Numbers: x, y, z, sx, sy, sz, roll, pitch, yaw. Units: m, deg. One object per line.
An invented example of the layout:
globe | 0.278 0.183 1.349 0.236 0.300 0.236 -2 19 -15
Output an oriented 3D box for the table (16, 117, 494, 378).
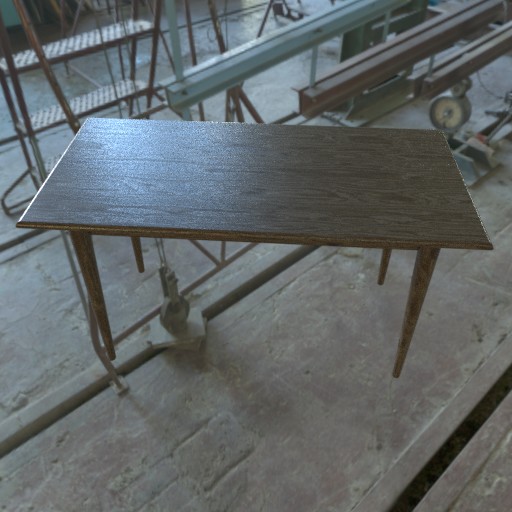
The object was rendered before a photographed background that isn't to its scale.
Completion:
table | 0.000 0.000 1.683 1.300 0.780 0.599 3 46 3
